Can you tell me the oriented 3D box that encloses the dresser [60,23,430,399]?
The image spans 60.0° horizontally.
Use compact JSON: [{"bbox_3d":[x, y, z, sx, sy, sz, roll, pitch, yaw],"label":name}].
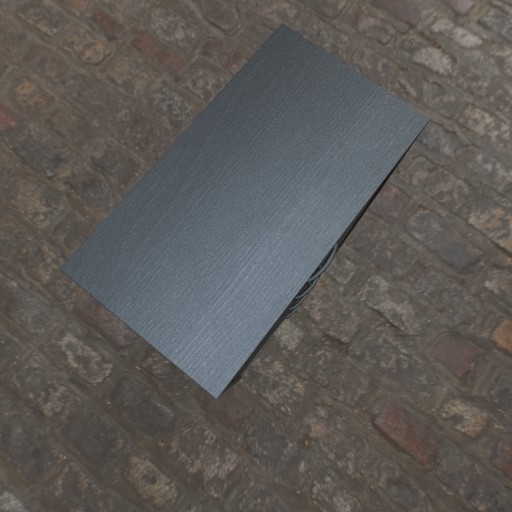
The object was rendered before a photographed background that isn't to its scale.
[{"bbox_3d":[0.000,0.000,1.368,0.398,1.020,0.700,37,79,9],"label":"dresser"}]
